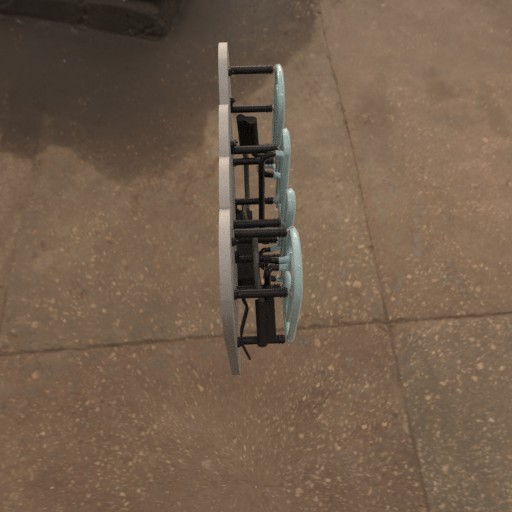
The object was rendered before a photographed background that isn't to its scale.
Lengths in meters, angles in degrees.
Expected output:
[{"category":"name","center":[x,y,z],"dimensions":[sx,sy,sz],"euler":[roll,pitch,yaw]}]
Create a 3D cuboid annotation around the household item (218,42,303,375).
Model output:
[{"category":"household item","center":[0.000,0.000,0.381],"dimensions":[0.042,0.294,0.211],"euler":[-2,63,-1]}]
